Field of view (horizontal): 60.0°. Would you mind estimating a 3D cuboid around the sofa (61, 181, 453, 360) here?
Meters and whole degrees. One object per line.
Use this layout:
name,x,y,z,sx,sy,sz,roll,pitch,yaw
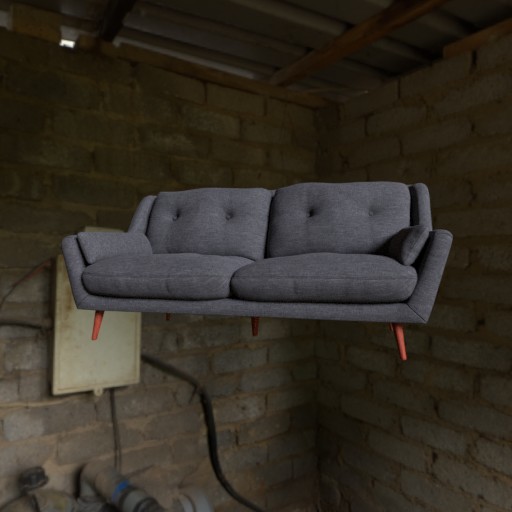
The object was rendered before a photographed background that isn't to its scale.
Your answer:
sofa,0.000,0.000,2.480,1.929,0.896,0.975,0,0,17
